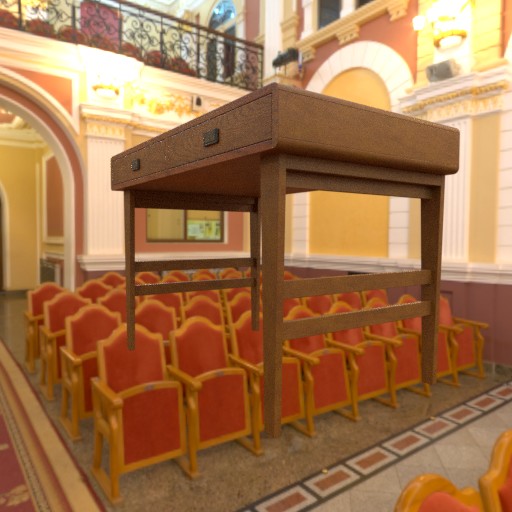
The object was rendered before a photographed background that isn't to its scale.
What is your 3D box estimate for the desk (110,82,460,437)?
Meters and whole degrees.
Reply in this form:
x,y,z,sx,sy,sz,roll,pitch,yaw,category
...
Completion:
x,y,z,sx,sy,sz,roll,pitch,yaw,category
0.000,0.000,1.516,0.660,0.754,1.066,-2,3,-35,desk
